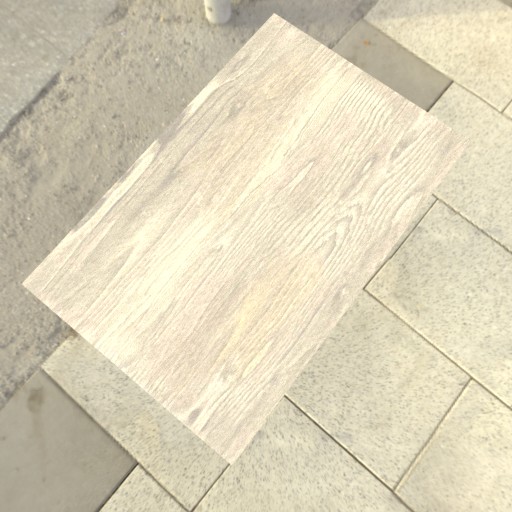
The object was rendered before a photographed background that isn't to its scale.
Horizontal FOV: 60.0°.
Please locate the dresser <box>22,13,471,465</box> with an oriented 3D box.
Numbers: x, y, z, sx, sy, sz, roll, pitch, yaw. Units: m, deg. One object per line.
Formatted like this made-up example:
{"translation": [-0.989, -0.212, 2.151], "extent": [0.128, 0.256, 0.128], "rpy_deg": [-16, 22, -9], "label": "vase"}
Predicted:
{"translation": [0.000, 0.000, 1.273], "extent": [0.529, 0.762, 0.809], "rpy_deg": [37, 79, 9], "label": "dresser"}
